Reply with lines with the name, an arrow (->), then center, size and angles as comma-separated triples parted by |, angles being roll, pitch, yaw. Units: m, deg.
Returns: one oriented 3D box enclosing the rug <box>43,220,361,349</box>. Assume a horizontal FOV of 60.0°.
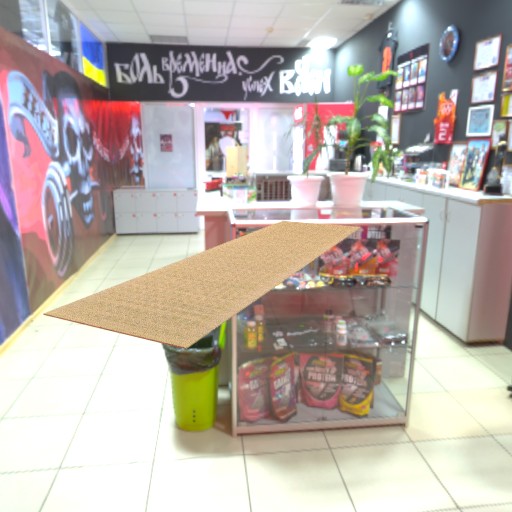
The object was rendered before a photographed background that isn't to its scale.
rug -> 0.000, 0.000, 2.677 | 0.686, 0.006, 2.437 | 7, 16, 25
